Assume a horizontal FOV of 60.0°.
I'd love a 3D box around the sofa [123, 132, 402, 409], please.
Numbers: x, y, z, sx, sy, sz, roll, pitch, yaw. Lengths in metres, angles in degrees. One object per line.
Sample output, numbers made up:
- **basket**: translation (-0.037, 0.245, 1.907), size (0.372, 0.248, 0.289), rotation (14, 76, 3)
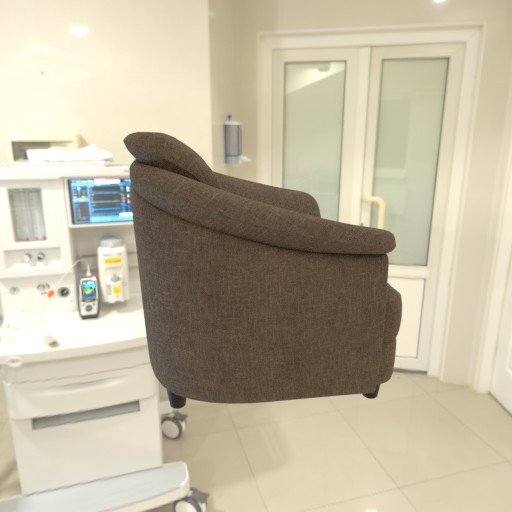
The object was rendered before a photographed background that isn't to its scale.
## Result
- **sofa**: translation (0.000, 0.000, 1.507), size (0.794, 0.811, 0.870), rotation (-2, 16, -9)
